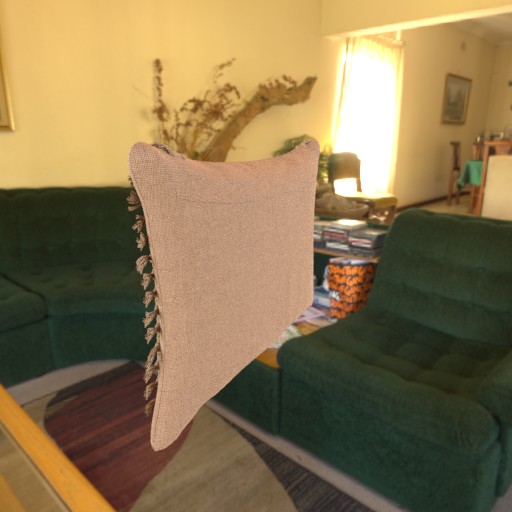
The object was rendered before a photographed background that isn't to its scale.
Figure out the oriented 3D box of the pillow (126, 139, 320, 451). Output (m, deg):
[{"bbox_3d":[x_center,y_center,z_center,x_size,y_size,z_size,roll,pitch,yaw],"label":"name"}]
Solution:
[{"bbox_3d":[0.000,0.000,0.597,0.084,0.305,0.466,7,17,25],"label":"pillow"}]
